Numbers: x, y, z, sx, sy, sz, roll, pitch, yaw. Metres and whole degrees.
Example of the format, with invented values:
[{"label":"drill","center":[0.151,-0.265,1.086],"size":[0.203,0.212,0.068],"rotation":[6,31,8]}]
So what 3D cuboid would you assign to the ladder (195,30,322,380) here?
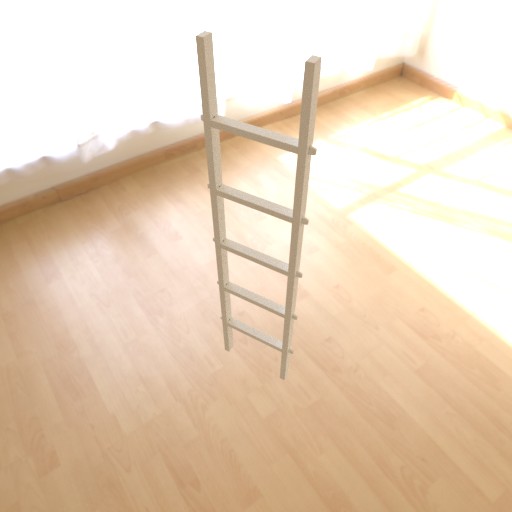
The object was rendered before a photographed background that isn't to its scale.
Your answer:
[{"label":"ladder","center":[0.000,0.000,1.957],"size":[0.452,1.797,0.051],"rotation":[23,50,20]}]
